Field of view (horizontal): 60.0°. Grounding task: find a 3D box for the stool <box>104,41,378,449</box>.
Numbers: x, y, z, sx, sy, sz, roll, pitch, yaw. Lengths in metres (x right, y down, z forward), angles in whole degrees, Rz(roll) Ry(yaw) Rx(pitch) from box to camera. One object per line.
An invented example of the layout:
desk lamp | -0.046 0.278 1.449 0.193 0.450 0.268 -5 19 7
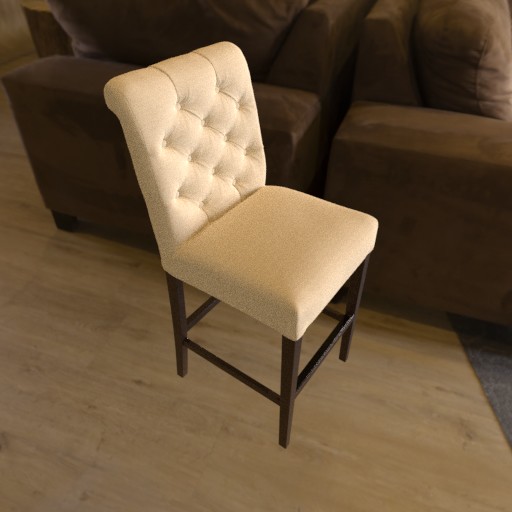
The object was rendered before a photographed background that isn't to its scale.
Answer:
stool | 0.000 0.000 1.416 0.610 1.118 0.482 25 46 27
